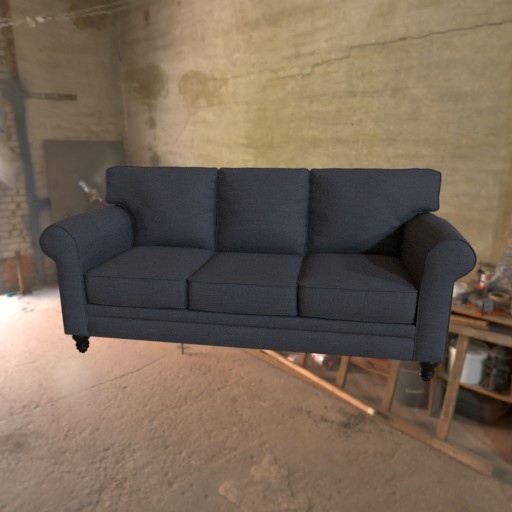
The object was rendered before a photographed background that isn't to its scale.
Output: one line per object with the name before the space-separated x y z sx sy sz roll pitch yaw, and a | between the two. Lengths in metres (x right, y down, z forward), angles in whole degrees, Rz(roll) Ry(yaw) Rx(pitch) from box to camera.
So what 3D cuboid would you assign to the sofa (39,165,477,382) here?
sofa | 0.000 0.000 2.503 2.084 0.966 0.909 2 14 9
